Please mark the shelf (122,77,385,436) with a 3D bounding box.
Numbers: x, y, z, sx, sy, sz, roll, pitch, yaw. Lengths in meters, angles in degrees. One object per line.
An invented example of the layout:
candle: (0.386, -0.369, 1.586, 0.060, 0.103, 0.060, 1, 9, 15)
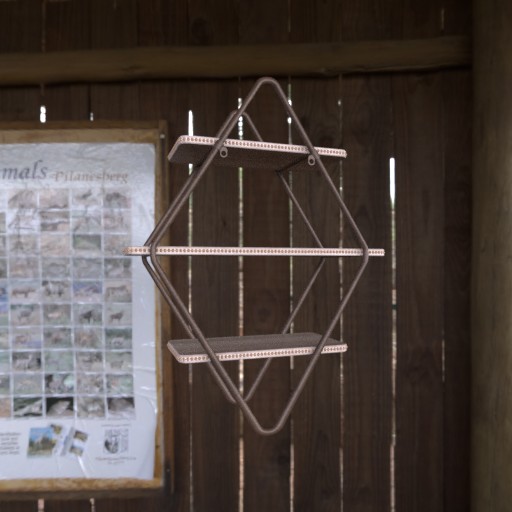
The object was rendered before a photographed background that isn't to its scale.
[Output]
shelf: (0.000, 0.000, 1.063, 0.609, 0.774, 0.234, 0, -1, -19)
